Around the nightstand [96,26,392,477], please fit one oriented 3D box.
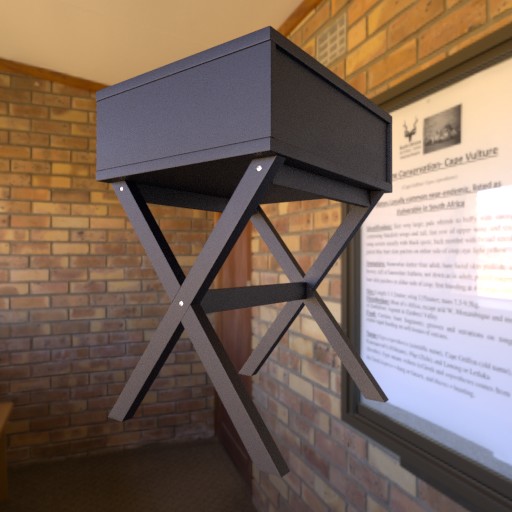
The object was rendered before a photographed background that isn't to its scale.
[{"bbox_3d":[0.000,0.000,0.911,0.402,0.623,0.479,0,0,36],"label":"nightstand"}]
